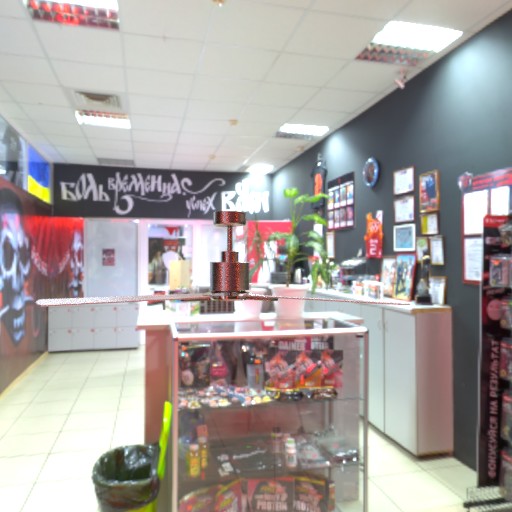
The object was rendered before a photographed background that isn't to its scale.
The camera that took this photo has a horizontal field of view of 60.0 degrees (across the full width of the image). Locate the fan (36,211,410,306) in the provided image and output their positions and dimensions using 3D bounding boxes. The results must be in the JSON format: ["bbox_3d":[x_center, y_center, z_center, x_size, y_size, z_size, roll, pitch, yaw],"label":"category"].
[{"bbox_3d":[0.000,0.000,2.331,1.531,0.446,1.561,0,0,19],"label":"fan"}]
